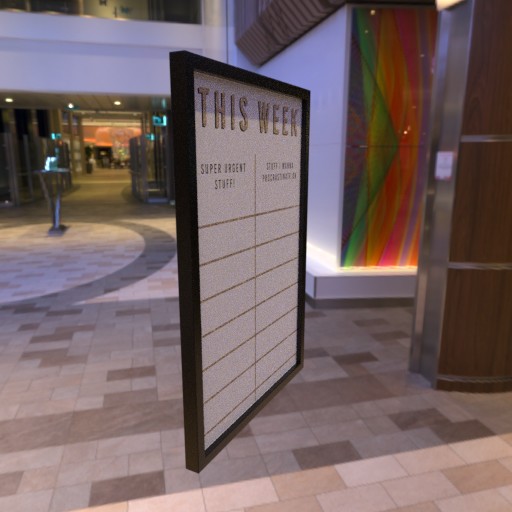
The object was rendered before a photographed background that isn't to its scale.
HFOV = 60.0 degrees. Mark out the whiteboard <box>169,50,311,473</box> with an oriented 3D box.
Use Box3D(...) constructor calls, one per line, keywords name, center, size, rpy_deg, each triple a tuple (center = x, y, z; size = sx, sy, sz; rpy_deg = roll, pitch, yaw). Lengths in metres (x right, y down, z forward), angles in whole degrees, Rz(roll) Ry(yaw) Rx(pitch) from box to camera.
Box3D(name="whiteboard", center=(0.000, 0.000, 0.797), size=(0.026, 0.611, 0.406), rpy_deg=(7, 14, 29))
